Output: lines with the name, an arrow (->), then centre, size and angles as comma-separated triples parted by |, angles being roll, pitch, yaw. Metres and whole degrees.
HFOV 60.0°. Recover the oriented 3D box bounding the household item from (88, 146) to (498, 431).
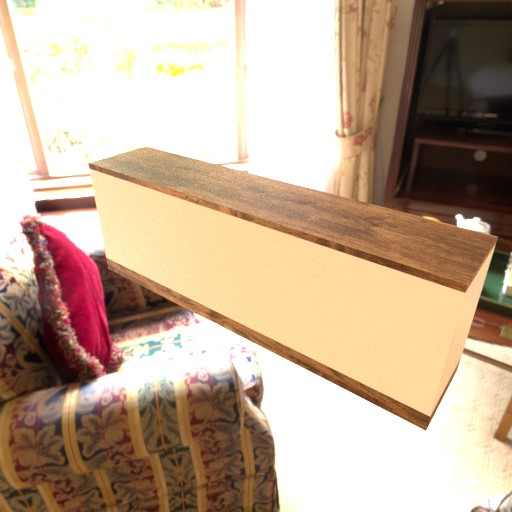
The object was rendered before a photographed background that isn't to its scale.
household item -> 0.000, 0.000, 2.012 | 1.800, 0.615, 0.390 | 21, 36, 32
